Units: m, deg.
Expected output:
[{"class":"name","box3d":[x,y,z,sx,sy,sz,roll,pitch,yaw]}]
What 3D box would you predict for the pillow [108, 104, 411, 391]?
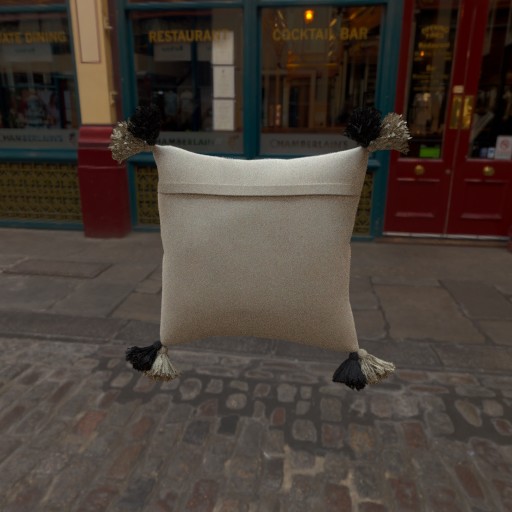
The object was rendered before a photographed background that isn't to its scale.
[{"class":"pillow","box3d":[0.000,0.000,1.012,0.654,0.659,0.170,2,16,7]}]
